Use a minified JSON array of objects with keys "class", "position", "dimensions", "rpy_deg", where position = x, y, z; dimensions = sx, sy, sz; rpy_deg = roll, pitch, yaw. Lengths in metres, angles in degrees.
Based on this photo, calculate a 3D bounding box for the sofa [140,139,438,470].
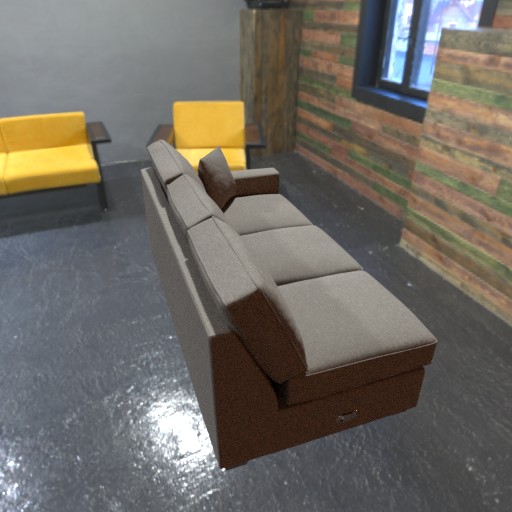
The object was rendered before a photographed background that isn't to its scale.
[{"class":"sofa","position":[0.000,0.000,2.563],"dimensions":[1.034,0.946,1.963],"rpy_deg":[-10,31,-17]}]
